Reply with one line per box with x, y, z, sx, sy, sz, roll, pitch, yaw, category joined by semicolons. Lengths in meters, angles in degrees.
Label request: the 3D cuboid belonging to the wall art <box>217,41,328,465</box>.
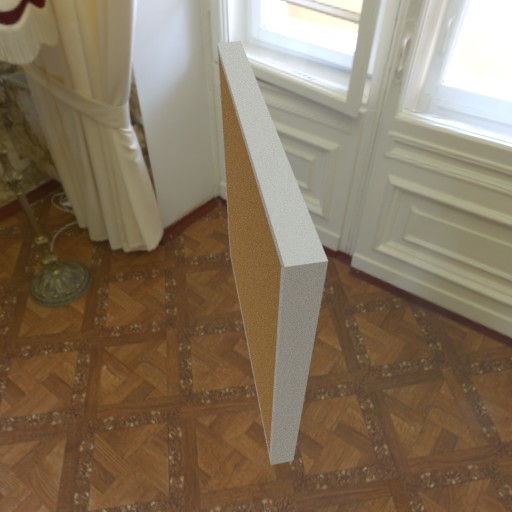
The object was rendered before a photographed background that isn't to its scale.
0.000;0.000;0.449;0.024;0.304;0.304;-7;47;-7;wall art
